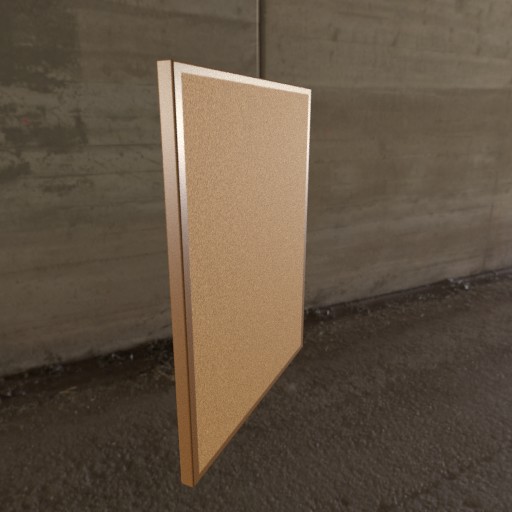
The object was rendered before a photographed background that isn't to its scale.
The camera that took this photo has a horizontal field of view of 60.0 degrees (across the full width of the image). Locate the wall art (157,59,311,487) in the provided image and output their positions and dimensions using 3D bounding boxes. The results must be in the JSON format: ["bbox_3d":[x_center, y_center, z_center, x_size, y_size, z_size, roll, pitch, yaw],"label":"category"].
[{"bbox_3d":[0.000,0.000,0.736,0.021,0.550,0.449,8,18,24],"label":"wall art"}]
